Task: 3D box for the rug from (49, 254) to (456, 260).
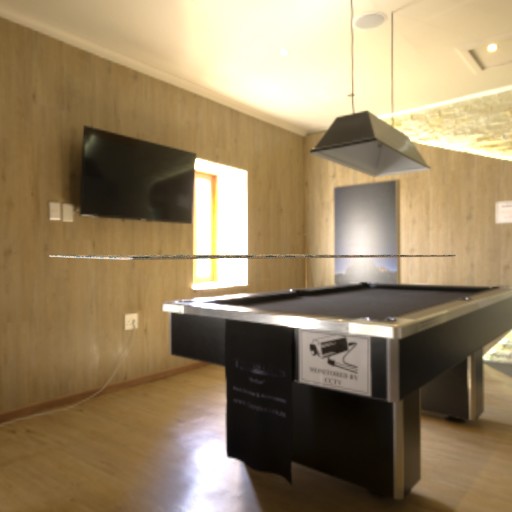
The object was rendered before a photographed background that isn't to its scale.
[{"bbox_3d":[0.000,0.000,2.383,1.830,0.011,1.209,0,1,-36],"label":"rug"}]
